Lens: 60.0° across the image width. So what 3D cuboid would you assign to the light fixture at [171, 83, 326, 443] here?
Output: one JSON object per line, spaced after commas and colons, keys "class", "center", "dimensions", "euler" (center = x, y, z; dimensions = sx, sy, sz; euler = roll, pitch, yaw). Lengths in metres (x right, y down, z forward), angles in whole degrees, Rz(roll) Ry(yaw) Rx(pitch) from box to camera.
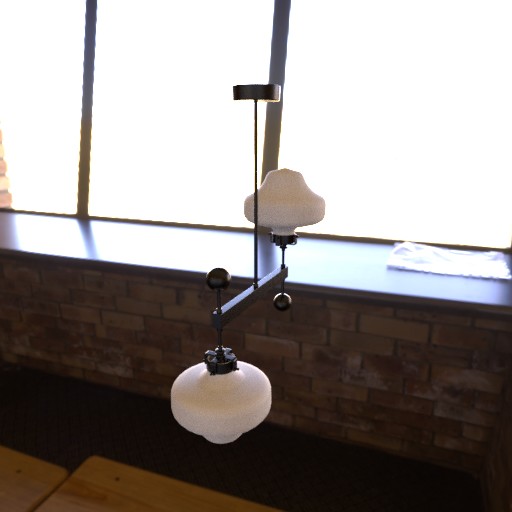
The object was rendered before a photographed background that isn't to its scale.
{"class": "light fixture", "center": [0.000, 0.000, 1.033], "dimensions": [0.422, 0.743, 0.489], "euler": [-3, 16, -11]}
